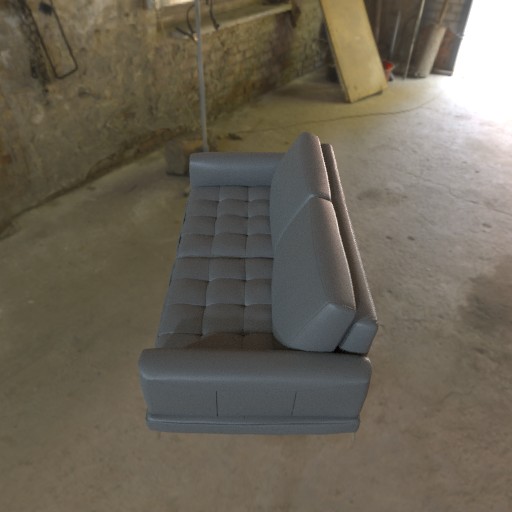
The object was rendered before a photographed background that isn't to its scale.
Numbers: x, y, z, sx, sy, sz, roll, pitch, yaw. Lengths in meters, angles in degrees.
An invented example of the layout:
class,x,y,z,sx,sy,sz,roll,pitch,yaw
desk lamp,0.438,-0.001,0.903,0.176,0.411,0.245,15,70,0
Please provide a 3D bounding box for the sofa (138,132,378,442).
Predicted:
class,x,y,z,sx,sy,sz,roll,pitch,yaw
sofa,0.000,0.000,2.857,1.121,0.930,2.177,0,41,0
